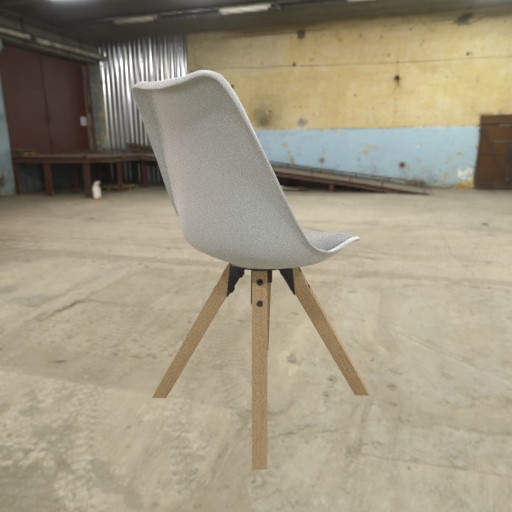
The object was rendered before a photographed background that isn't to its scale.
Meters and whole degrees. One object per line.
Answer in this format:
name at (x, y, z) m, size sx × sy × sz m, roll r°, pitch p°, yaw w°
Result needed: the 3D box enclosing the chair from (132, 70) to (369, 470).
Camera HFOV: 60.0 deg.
chair at (0.000, 0.000, 1.185) m, size 0.550 × 0.850 × 0.485 m, roll -13°, pitch 19°, yaw -43°
